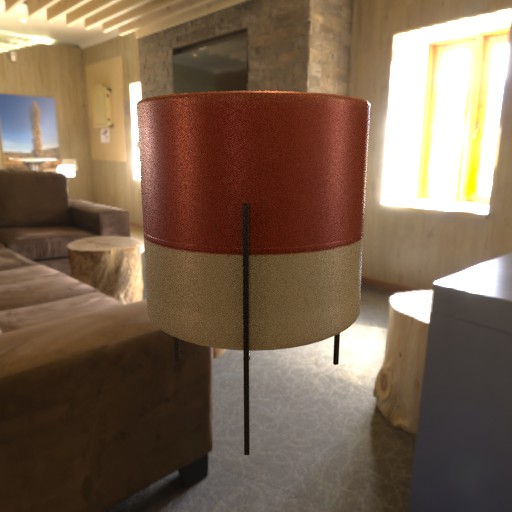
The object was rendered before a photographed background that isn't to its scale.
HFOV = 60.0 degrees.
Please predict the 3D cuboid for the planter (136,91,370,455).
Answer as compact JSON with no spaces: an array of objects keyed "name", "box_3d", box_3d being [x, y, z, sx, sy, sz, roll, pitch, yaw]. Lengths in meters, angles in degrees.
[{"name":"planter","box_3d":[0.000,0.000,0.721,0.354,0.465,0.345,-7,15,-27]}]
